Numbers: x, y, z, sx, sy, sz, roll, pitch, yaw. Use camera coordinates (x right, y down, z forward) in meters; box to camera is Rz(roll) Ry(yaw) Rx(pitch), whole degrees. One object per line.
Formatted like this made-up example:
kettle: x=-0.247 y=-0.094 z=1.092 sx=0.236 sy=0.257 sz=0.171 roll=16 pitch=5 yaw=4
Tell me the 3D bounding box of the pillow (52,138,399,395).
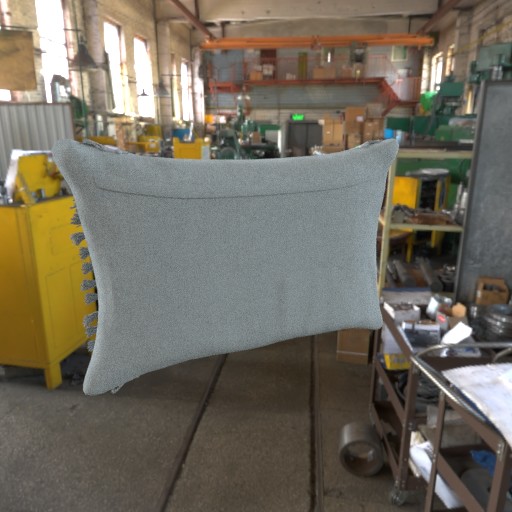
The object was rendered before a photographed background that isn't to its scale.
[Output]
pillow: x=0.000 y=0.000 z=0.590 sx=0.466 sy=0.305 sz=0.084 roll=-8 pitch=17 yaw=-25
